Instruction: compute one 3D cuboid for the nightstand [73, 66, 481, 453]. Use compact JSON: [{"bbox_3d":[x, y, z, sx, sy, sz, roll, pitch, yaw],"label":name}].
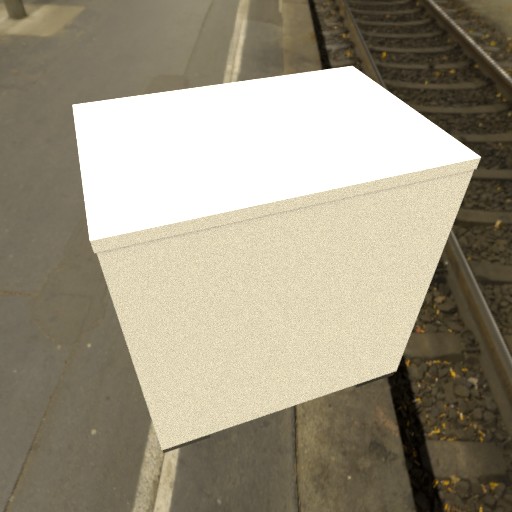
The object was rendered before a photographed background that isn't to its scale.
[{"bbox_3d":[0.000,0.000,0.731,0.441,0.460,0.325,-14,45,-14],"label":"nightstand"}]
